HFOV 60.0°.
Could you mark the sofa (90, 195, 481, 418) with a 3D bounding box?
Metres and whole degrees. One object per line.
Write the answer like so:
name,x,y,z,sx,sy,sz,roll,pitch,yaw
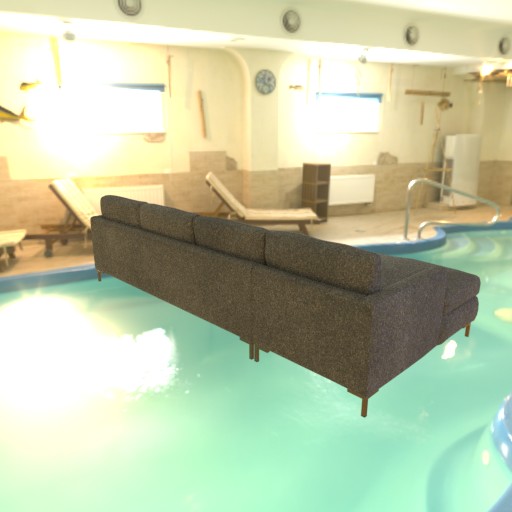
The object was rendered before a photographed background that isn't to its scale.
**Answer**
sofa,0.000,0.000,3.468,1.350,0.810,2.932,-15,22,-42
